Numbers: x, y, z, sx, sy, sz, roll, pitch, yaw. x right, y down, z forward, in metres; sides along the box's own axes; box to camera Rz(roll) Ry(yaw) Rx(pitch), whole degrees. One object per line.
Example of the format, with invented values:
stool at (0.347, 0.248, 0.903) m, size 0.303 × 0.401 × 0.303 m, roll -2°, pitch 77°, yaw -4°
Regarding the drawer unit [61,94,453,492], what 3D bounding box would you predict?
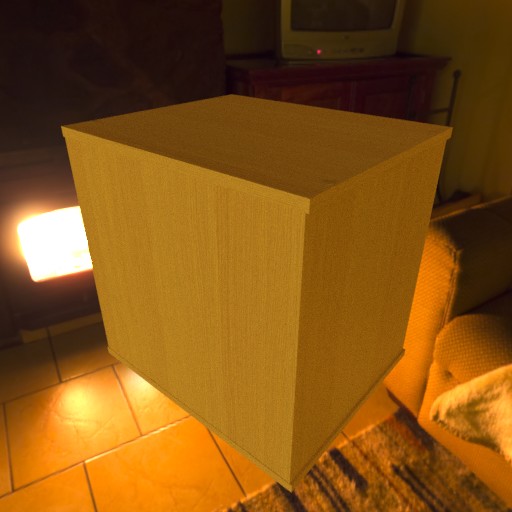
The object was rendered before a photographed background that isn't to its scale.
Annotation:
drawer unit at (0.000, 0.000, 0.597) m, size 0.349 × 0.344 × 0.290 m, roll 23°, pitch 36°, yaw 35°
